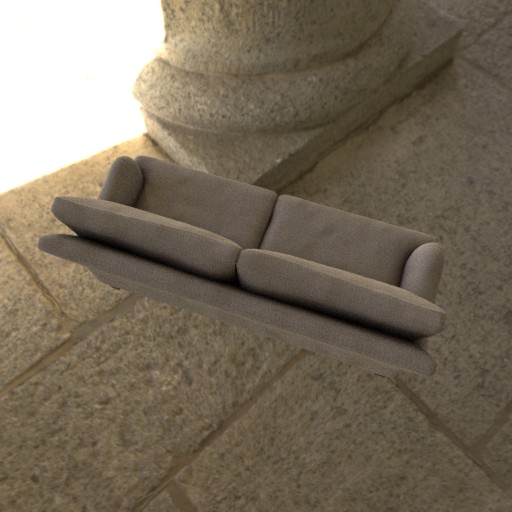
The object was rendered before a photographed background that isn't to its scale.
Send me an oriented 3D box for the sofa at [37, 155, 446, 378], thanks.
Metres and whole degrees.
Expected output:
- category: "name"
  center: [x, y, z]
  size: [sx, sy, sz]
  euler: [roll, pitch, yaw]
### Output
- category: "sofa"
  center: [0.000, 0.000, 2.814]
  size: [2.193, 1.096, 1.069]
  euler: [17, 64, 8]
